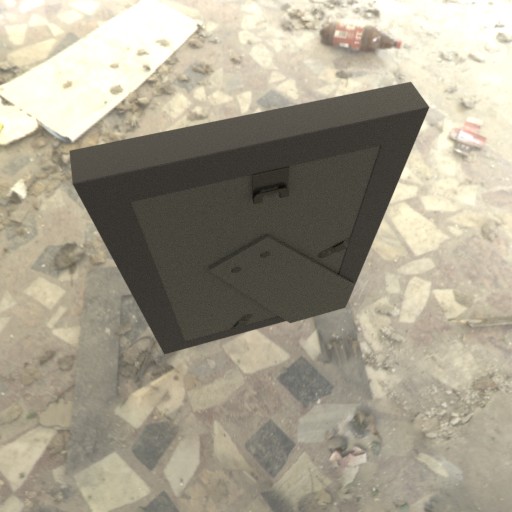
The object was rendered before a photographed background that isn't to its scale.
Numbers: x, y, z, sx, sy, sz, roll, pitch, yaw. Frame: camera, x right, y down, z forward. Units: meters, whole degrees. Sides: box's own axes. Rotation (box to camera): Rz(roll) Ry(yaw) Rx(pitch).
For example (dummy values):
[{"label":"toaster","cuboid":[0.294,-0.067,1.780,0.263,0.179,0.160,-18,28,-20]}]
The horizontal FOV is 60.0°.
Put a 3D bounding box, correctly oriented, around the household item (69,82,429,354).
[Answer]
[{"label":"household item","cuboid":[0.000,0.000,0.238,0.133,0.178,0.022,-14,60,-8]}]
